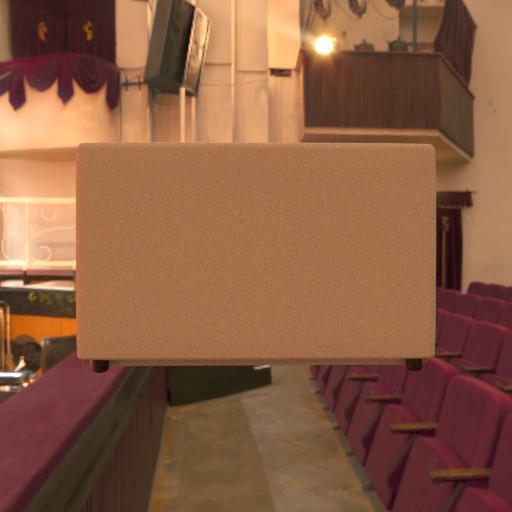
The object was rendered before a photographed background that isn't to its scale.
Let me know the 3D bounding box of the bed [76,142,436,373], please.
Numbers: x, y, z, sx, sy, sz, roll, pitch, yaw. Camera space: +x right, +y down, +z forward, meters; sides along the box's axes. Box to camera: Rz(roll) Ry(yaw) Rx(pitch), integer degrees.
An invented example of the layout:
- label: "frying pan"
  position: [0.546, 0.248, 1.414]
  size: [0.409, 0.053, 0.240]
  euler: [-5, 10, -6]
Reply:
- label: "bed"
  position: [0.000, 0.000, 3.648]
  size: [2.119, 1.317, 2.341]
  euler: [0, 0, -1]
